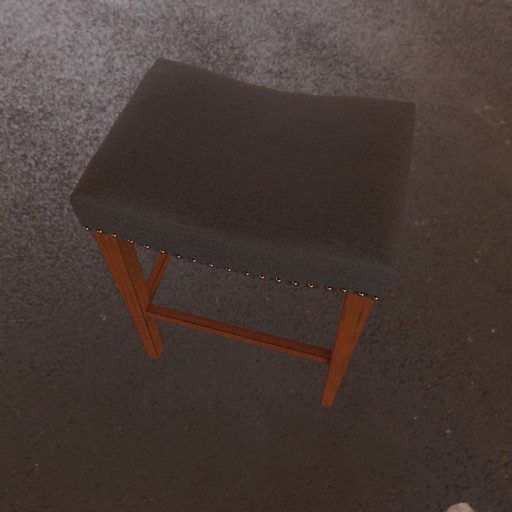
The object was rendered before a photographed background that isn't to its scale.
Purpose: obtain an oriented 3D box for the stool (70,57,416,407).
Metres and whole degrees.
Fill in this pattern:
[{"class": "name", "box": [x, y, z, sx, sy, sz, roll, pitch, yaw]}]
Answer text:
[{"class": "stool", "box": [0.000, 0.000, 0.845, 0.439, 0.612, 0.320, 13, 59, 8]}]
